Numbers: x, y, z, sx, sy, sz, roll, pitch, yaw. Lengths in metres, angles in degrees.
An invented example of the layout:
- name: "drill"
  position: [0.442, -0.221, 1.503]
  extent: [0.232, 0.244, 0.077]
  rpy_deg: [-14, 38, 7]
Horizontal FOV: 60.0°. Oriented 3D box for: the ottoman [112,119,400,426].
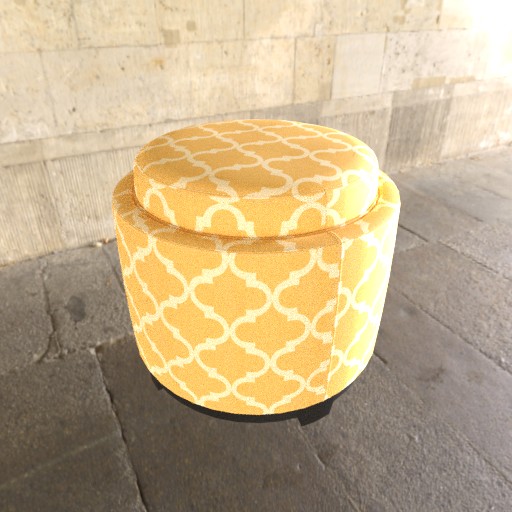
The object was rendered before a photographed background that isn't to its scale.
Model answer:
- name: "ottoman"
  position: [0.000, 0.000, 0.825]
  extent: [0.480, 0.429, 0.480]
  rpy_deg: [0, 31, 0]
